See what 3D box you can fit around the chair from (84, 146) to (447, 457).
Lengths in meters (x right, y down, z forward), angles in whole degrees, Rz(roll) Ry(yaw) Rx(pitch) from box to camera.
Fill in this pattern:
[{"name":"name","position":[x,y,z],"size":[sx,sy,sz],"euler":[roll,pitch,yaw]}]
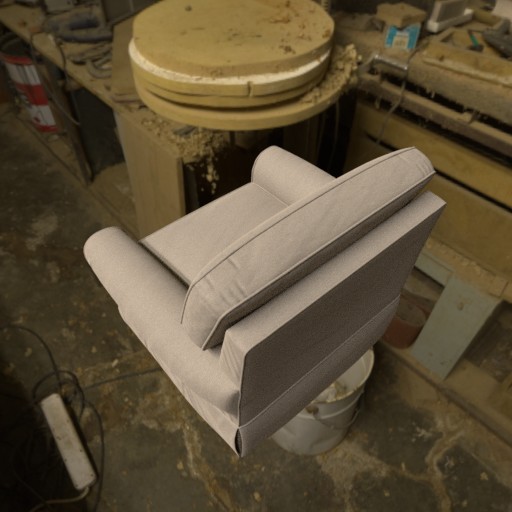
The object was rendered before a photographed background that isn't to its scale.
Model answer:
[{"name":"chair","position":[0.000,0.000,1.852],"size":[1.135,1.017,0.988],"euler":[-32,55,-26]}]
